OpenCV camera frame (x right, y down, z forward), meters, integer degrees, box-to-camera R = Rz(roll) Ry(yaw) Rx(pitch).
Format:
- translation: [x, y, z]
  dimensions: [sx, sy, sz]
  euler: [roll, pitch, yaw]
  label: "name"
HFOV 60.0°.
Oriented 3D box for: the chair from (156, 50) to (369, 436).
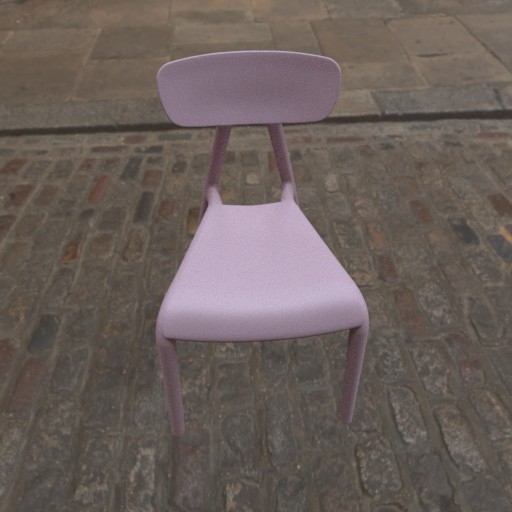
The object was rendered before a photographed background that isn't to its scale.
- translation: [0.000, 0.000, 0.800]
  dimensions: [0.356, 0.580, 0.401]
  euler: [-3, 47, -3]
  label: "chair"
